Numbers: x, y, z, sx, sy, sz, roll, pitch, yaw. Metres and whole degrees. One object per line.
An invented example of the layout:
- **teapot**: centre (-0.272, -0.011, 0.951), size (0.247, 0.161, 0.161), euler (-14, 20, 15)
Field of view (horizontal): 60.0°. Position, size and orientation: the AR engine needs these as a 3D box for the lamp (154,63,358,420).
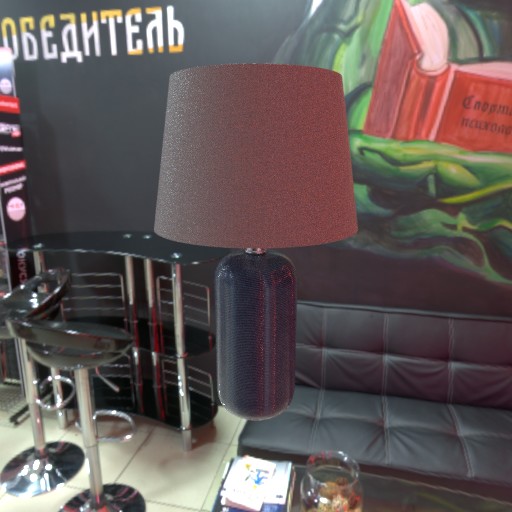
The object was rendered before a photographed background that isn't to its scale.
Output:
- **lamp**: centre (0.000, 0.000, 0.572), size (0.253, 0.428, 0.253), euler (0, 14, 0)
